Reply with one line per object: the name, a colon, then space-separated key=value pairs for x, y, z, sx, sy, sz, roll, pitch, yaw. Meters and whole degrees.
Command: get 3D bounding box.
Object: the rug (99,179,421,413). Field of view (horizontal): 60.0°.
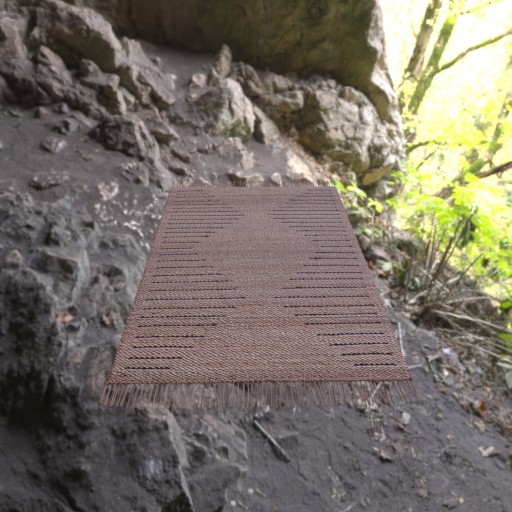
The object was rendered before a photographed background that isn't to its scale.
rug: x=0.000 y=0.000 z=2.519 sx=1.224 sy=0.027 sz=2.085 roll=-1 pitch=34 yaw=-1
